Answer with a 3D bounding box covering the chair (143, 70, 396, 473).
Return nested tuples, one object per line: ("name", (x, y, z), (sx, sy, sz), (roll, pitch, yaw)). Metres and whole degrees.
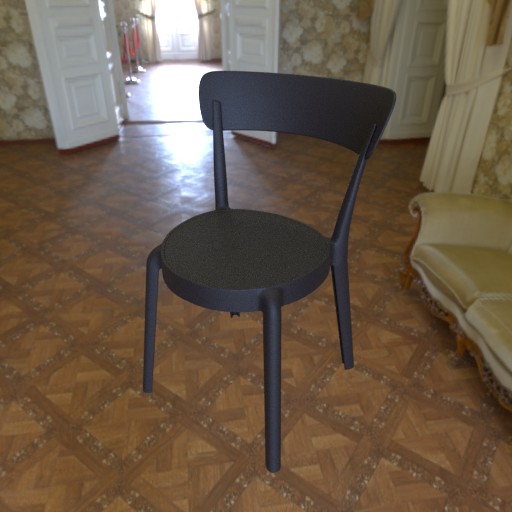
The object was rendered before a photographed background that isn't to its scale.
("chair", (0.000, 0.000, 1.105), (0.506, 0.790, 0.491), (19, 36, 30))
